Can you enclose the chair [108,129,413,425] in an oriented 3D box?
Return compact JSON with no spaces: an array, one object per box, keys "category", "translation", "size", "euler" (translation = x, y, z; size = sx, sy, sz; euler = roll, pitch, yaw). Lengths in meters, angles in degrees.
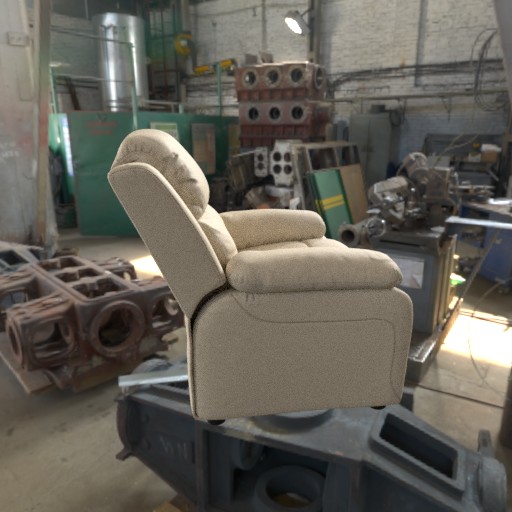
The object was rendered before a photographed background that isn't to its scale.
[{"category":"chair","translation":[0.000,0.000,1.274],"size":[0.709,0.702,0.680],"euler":[-3,16,-10]}]
